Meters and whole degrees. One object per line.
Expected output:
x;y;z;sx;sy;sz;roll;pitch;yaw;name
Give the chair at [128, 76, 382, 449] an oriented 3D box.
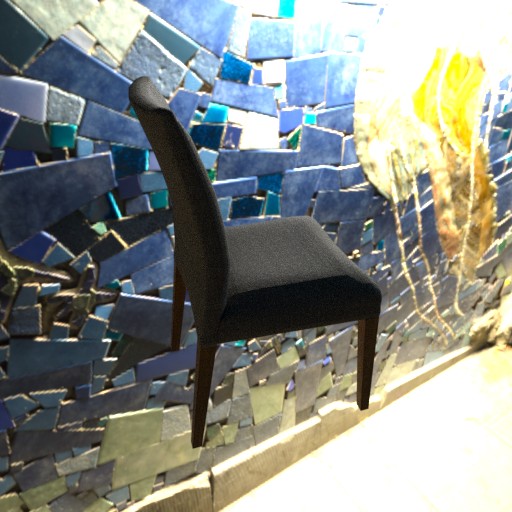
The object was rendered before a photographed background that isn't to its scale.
0.000;0.000;1.279;0.585;0.940;0.496;-9;32;-15;chair
